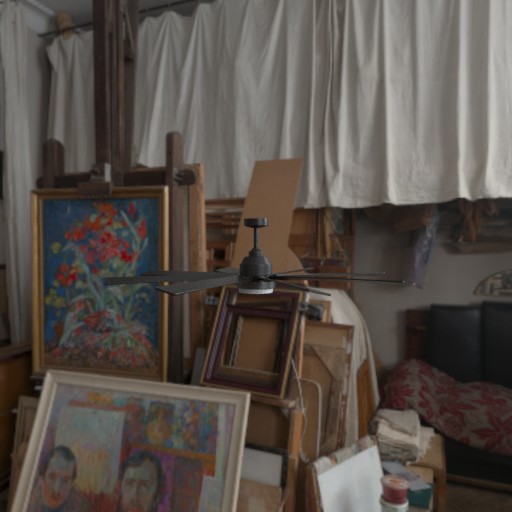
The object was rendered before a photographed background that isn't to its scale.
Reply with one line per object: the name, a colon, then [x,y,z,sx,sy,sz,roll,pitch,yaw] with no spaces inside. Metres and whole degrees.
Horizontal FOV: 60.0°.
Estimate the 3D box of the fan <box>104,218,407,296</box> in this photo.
fan: [0.000,0.000,2.822,1.830,0.472,1.830,-1,2,-18]
